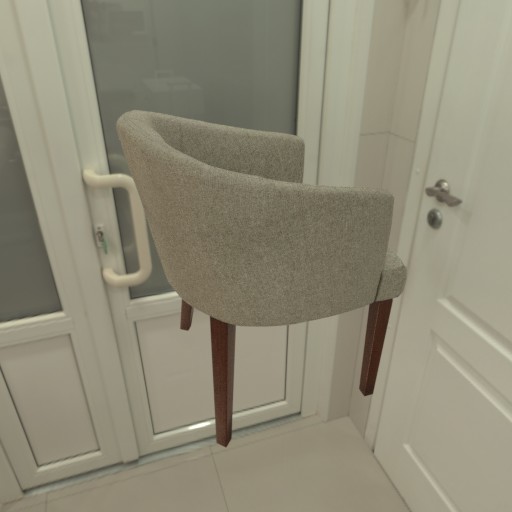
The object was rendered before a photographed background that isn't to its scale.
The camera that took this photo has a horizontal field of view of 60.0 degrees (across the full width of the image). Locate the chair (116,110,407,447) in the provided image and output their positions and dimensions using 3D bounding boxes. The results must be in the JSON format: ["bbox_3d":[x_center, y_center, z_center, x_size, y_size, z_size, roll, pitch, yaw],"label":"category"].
[{"bbox_3d":[0.000,0.000,1.264,0.655,0.811,0.583,-9,31,-16],"label":"chair"}]
